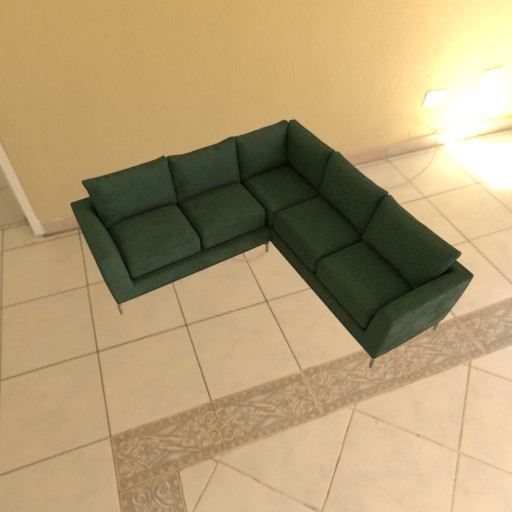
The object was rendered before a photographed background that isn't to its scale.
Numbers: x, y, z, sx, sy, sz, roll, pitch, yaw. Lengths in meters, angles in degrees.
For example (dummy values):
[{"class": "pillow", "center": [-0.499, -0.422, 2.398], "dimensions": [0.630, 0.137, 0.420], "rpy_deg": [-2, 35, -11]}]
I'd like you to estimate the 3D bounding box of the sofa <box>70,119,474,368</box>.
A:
[{"class": "sofa", "center": [0.000, 0.000, 3.865], "dimensions": [2.468, 1.004, 2.452], "rpy_deg": [-23, 51, -20]}]
